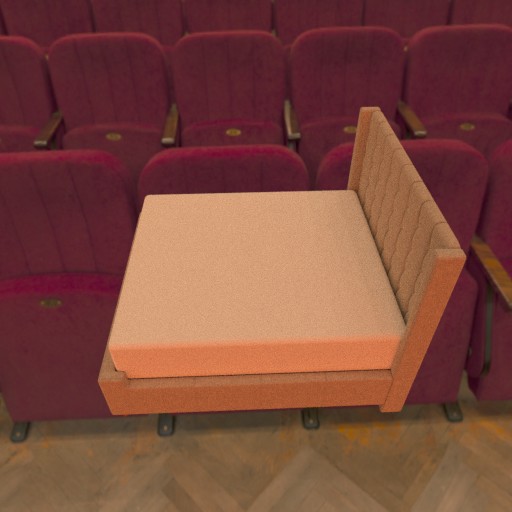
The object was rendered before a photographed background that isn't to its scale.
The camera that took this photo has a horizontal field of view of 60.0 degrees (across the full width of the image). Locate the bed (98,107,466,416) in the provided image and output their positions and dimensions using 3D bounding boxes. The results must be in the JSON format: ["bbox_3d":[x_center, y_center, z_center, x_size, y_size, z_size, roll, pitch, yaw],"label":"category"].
[{"bbox_3d":[0.000,0.000,3.808,2.370,1.743,2.045,-2,42,-2],"label":"bed"}]
